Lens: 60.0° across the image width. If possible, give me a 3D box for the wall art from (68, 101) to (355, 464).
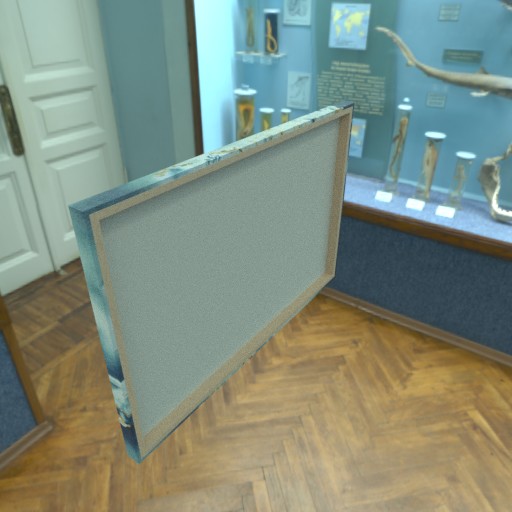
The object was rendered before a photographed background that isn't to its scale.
[{"bbox_3d":[0.000,0.000,1.135,0.038,0.608,0.912,21,37,31],"label":"wall art"}]
